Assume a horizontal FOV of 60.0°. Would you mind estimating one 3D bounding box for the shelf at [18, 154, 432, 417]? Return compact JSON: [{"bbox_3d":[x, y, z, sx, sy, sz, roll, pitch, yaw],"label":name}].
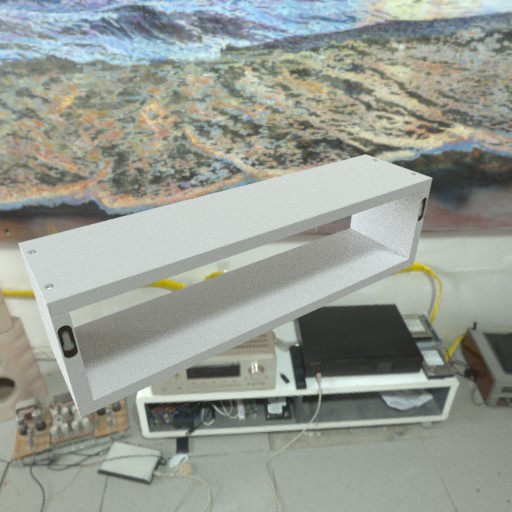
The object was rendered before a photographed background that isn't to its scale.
[{"bbox_3d":[0.000,0.000,0.686,0.610,0.170,0.150,-19,36,-29],"label":"shelf"}]
